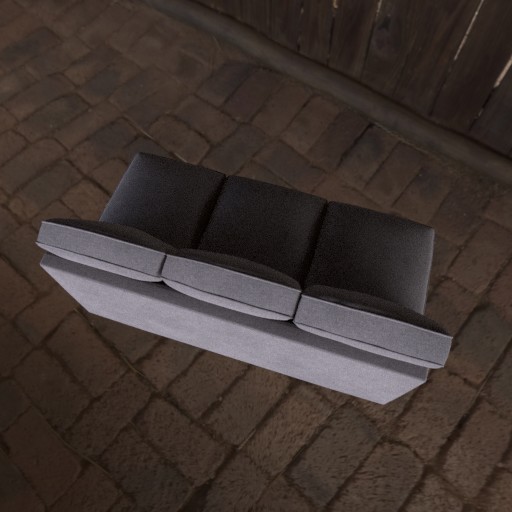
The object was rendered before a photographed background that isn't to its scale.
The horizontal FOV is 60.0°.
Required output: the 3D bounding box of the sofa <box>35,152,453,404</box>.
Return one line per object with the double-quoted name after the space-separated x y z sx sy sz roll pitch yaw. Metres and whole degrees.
0.000 0.000 2.541 1.962 0.973 1.027 16 64 8 "sofa"
